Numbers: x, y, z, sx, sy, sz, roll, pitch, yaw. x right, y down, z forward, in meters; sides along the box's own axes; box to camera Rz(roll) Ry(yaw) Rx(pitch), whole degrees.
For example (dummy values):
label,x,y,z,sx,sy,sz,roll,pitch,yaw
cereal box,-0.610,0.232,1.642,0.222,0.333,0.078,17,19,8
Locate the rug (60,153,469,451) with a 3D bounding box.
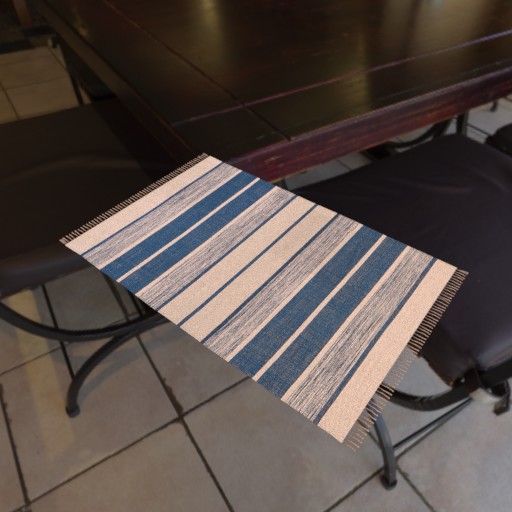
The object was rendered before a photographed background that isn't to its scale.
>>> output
label,x,y,z,sx,sy,sz,roll,pitch,yaw
rug,0.000,0.000,3.099,2.441,0.010,1.532,29,51,27
